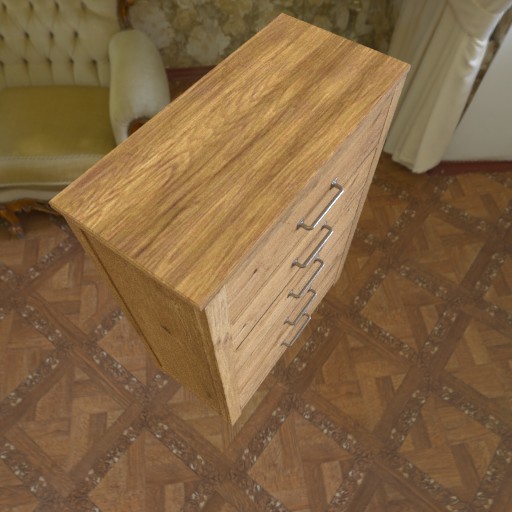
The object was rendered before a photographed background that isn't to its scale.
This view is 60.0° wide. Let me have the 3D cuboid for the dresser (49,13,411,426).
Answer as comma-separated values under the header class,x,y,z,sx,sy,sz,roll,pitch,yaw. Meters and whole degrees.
class,x,y,z,sx,sy,sz,roll,pitch,yaw
dresser,0.000,0.000,1.904,0.558,1.431,1.081,32,64,18
